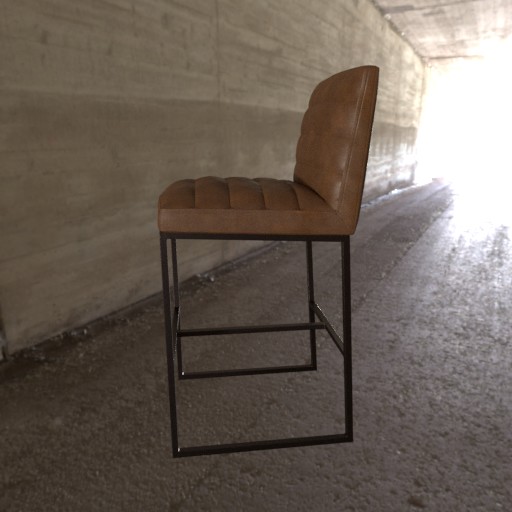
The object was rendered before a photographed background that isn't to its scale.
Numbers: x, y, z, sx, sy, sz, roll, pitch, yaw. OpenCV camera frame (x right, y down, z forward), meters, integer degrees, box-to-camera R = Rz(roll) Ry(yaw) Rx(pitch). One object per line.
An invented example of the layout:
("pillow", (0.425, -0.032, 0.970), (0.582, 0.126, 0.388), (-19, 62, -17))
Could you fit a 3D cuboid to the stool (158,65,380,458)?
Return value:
("stool", (0.000, 0.000, 1.370), (0.562, 1.065, 0.463), (-2, 16, -7))
